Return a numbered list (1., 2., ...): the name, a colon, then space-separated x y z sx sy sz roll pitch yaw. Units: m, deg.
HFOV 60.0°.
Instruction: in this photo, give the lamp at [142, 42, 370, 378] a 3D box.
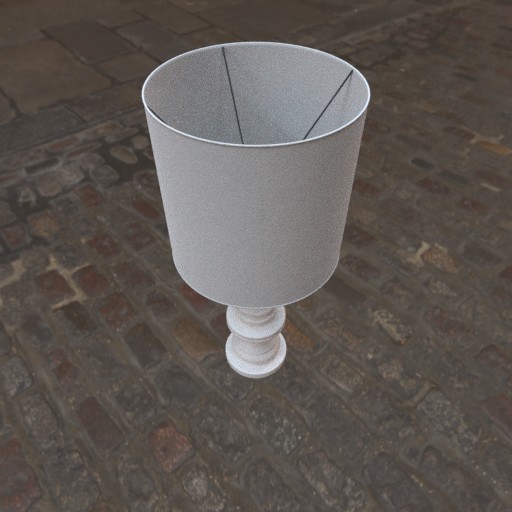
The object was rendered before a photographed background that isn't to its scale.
1. lamp: 0.000 0.000 0.574 0.208 0.455 0.208 -32 54 -27
